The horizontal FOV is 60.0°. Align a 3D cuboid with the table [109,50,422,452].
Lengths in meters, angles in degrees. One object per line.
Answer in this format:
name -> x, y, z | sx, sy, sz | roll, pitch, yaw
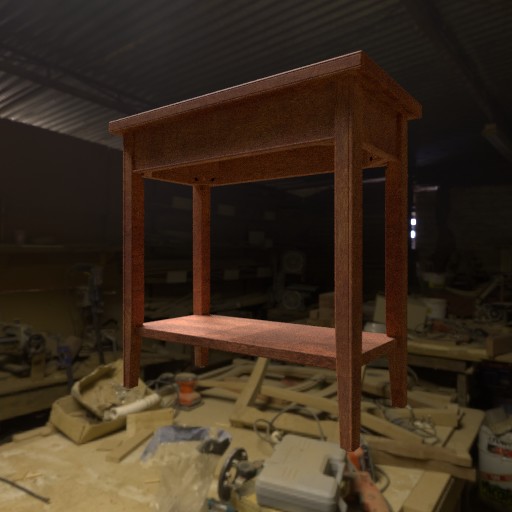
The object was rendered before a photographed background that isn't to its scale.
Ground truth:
table -> 0.000, 0.000, 0.955 | 0.610, 0.610, 0.305 | 0, 0, 36
